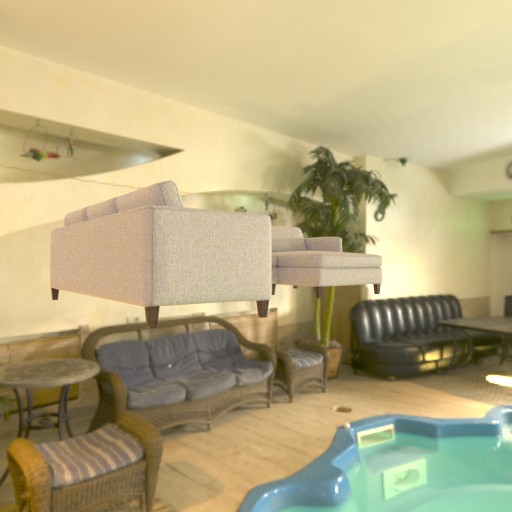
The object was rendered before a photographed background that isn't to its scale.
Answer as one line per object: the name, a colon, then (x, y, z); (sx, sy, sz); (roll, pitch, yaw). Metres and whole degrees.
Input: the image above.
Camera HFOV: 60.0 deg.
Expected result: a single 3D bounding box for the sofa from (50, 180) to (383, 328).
sofa: (0.000, 0.000, 4.519); (3.403, 0.889, 2.551); (1, -1, -37)
